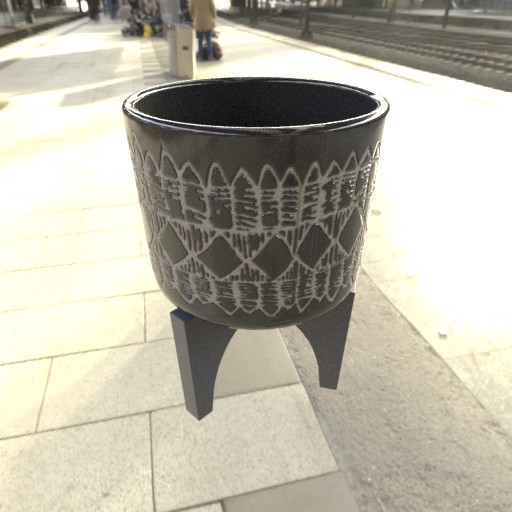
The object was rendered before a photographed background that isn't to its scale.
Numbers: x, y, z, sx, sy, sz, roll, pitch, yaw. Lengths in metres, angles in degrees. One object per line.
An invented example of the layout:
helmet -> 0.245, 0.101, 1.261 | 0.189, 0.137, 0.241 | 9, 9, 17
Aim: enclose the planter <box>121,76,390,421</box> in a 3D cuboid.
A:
planter -> 0.000, 0.000, 0.514 | 0.251, 0.355, 0.251 | -8, 31, -14
